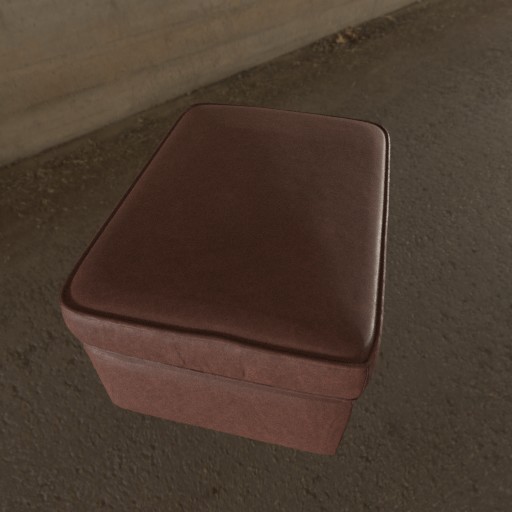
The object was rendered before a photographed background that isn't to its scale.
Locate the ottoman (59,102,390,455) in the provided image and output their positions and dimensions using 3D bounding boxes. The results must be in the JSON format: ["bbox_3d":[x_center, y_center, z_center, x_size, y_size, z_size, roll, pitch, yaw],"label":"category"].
[{"bbox_3d":[0.000,0.000,1.063,0.548,0.449,0.749,9,47,9],"label":"ottoman"}]
